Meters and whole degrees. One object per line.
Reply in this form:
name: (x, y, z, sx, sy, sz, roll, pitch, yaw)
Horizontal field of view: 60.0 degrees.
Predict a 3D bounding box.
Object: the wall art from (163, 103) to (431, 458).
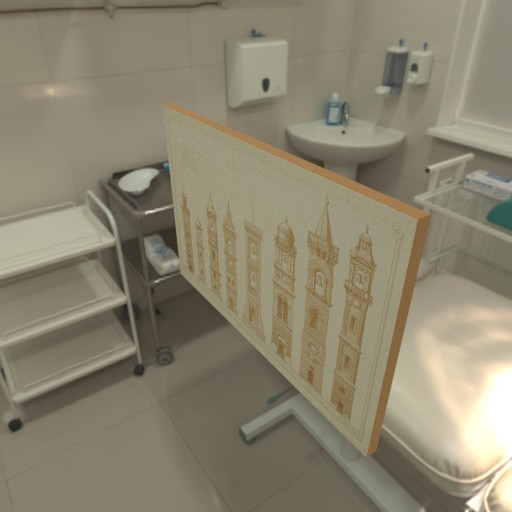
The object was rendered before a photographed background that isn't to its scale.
wall art: (0.000, 0.000, 1.173, 0.033, 0.608, 0.915, -21, 37, -29)
